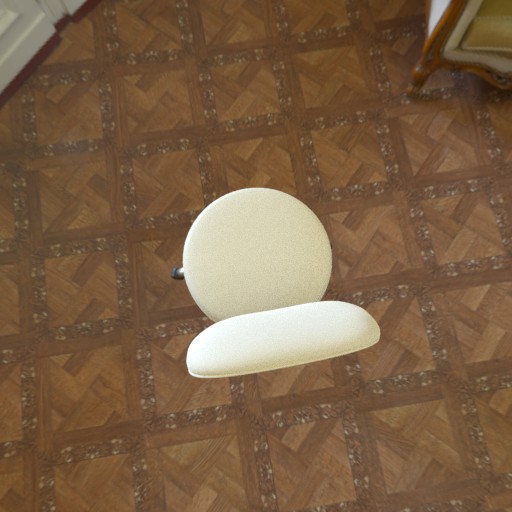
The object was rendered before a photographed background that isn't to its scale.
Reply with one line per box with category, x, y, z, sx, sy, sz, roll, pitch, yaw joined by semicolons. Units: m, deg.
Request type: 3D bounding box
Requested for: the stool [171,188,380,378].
stool;0.000;0.000;1.256;0.609;0.810;0.616;-10;76;-2
